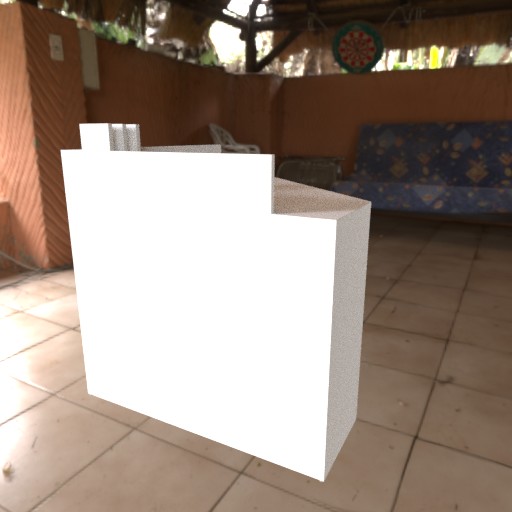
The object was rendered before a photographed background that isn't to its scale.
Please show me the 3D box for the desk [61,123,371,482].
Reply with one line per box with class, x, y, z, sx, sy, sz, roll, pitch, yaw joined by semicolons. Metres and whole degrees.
desk;0.000;0.000;1.737;0.940;0.986;0.940;8;17;27
